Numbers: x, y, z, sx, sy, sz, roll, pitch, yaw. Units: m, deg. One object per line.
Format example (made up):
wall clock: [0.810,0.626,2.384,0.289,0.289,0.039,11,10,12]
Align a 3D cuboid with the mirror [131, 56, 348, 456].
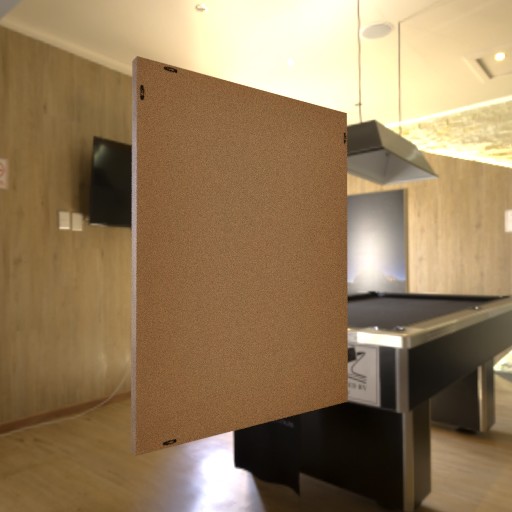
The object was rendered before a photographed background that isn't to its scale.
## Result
mirror: [0.000,0.000,1.356,0.762,1.016,0.041,0,-1,-35]
